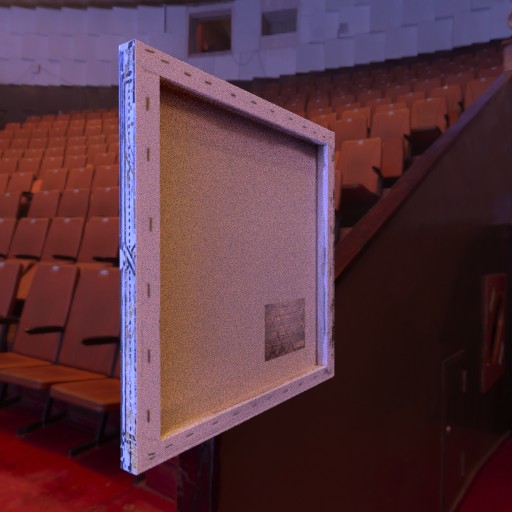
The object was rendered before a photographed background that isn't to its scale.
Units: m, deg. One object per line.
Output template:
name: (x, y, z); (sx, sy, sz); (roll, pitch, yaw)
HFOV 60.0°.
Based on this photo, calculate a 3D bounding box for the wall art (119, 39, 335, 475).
wall art: (0.000, 0.000, 0.869); (0.036, 0.607, 0.609); (1, 1, 37)
